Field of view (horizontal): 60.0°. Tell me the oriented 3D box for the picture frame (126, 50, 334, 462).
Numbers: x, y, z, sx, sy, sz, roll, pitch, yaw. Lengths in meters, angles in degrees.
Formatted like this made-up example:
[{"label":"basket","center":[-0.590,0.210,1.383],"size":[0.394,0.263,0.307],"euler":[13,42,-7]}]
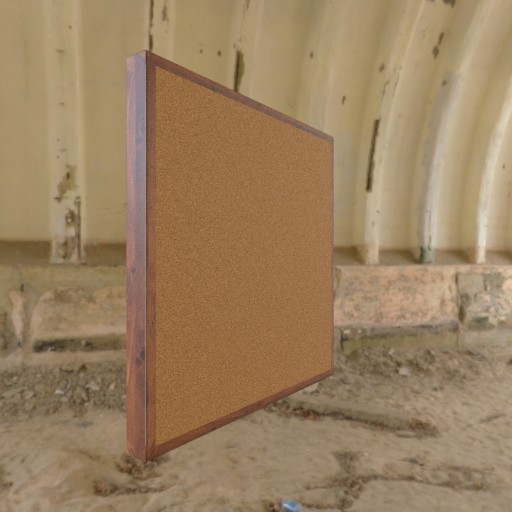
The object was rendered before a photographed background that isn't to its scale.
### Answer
[{"label":"picture frame","center":[0.000,0.000,0.530],"size":[0.028,0.356,0.352],"euler":[0,0,37]}]
